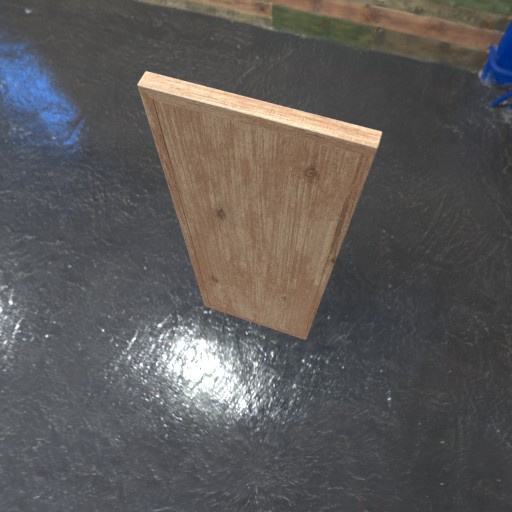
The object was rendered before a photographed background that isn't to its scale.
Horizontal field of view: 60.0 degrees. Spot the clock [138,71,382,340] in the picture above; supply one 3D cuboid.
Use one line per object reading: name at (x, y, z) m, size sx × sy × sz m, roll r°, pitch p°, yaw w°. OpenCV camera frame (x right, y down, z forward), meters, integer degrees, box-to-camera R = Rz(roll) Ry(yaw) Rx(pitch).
clock at (0.000, 0.000, 1.066) m, size 0.361 × 0.965 × 0.030 m, roll 17°, pitch 65°, yaw 8°
